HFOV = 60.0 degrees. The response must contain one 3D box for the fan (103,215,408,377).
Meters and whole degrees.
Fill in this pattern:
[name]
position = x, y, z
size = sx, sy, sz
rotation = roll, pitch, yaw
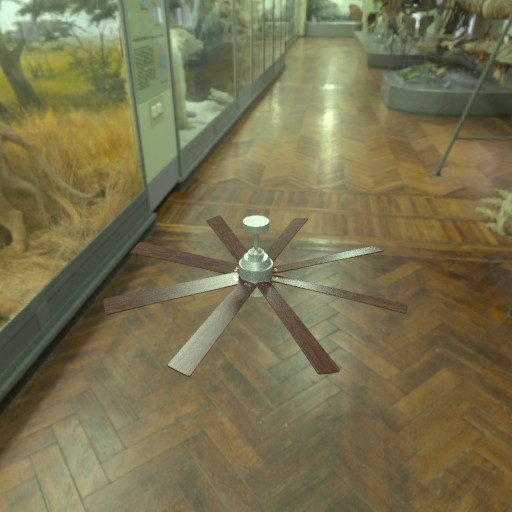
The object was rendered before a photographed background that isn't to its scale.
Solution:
[fan]
position = 0.000, 0.000, 2.712
size = 1.830, 0.472, 1.830
rotation = -11, 31, -19
